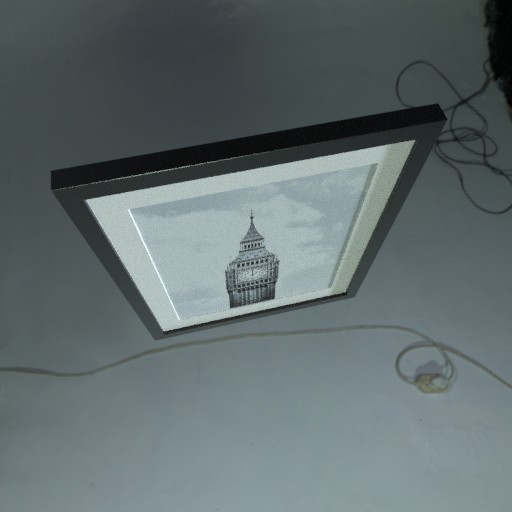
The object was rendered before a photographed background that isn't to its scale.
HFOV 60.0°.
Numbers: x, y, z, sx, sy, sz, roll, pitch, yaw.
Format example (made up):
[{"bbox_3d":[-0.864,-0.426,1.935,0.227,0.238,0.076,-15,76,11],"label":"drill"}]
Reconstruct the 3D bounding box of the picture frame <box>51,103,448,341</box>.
[{"bbox_3d":[0.000,0.000,0.755,0.460,0.556,0.028,-11,63,-6],"label":"picture frame"}]
